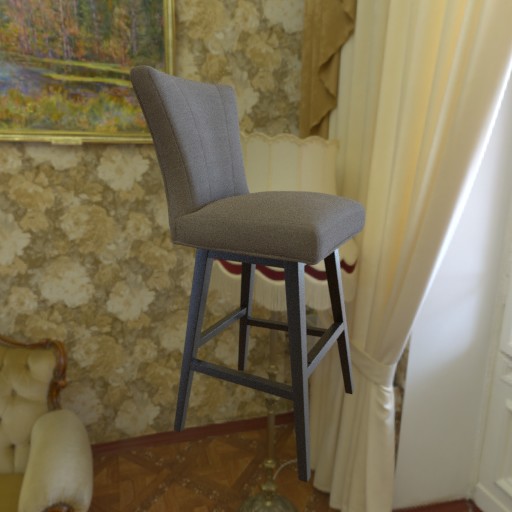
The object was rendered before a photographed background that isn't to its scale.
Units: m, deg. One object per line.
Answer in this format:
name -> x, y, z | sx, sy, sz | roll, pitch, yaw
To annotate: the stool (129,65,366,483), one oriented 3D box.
stool -> 0.000, 0.000, 1.401 | 0.574, 1.086, 0.514 | 7, 16, 25
